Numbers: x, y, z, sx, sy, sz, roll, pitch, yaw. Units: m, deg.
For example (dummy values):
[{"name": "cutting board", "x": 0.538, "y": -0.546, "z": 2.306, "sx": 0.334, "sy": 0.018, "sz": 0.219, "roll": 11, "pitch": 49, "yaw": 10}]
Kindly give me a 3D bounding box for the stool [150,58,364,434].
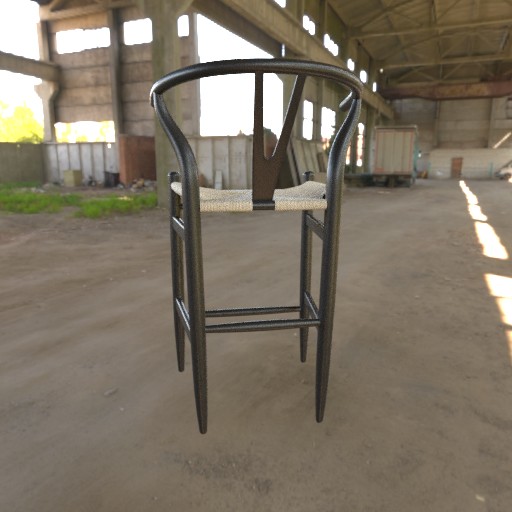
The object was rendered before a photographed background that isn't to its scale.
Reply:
[{"name": "stool", "x": 0.000, "y": 0.000, "z": 1.301, "sx": 0.569, "sy": 0.970, "sz": 0.579, "roll": -2, "pitch": 12, "yaw": -9}]
